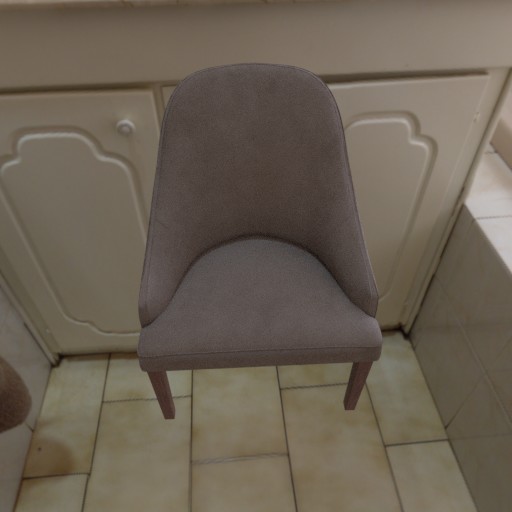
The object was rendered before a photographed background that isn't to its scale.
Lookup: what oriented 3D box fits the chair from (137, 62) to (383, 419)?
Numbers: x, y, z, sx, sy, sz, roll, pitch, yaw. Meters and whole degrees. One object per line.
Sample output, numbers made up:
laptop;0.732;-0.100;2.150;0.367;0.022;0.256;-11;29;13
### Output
chair;0.000;0.000;1.280;0.643;0.889;0.575;-2;45;-2
